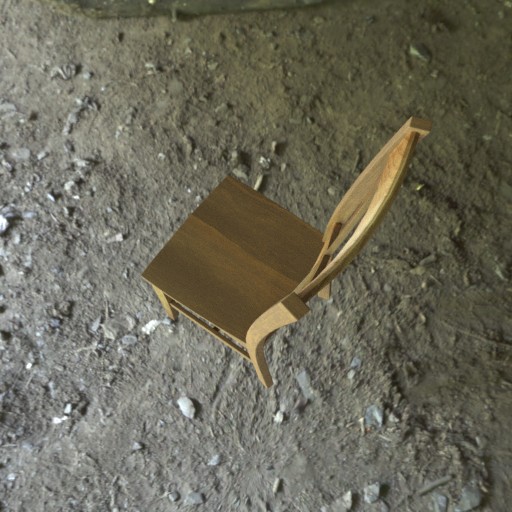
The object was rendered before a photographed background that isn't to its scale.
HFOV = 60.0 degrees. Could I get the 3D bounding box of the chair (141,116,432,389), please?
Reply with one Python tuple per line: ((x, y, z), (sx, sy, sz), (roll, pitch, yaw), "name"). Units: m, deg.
((0.000, 0.000, 1.277), (0.542, 0.983, 0.485), (32, 69, 14), "chair")
